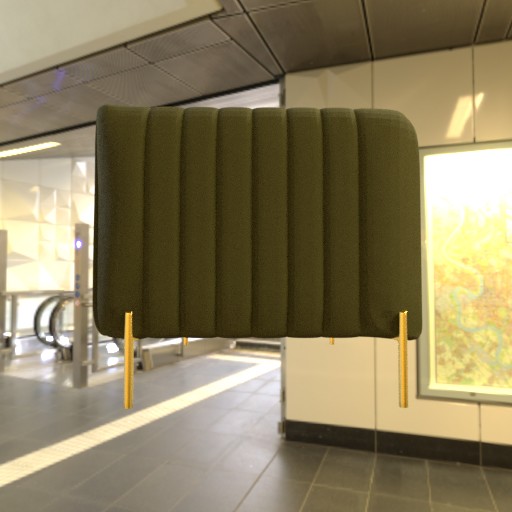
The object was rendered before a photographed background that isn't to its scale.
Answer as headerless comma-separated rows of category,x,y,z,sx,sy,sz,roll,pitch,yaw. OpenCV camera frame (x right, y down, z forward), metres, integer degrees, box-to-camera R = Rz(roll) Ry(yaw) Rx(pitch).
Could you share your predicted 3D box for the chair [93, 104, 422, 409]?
chair,0.000,0.000,1.612,0.877,0.794,1.032,0,-2,-1
